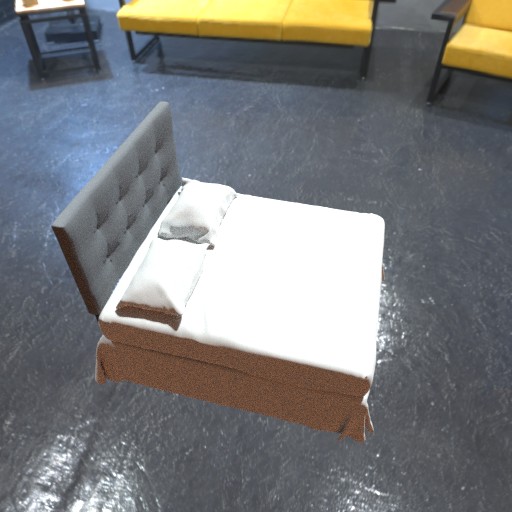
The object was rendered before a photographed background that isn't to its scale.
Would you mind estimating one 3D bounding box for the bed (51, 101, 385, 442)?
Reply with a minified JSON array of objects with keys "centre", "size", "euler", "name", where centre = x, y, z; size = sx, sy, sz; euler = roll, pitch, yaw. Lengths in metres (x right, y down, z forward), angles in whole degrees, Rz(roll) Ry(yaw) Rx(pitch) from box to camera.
[{"centre":[0.000,0.000,3.488],"size":[2.222,1.577,1.936],"euler":[10,46,10],"name":"bed"}]
